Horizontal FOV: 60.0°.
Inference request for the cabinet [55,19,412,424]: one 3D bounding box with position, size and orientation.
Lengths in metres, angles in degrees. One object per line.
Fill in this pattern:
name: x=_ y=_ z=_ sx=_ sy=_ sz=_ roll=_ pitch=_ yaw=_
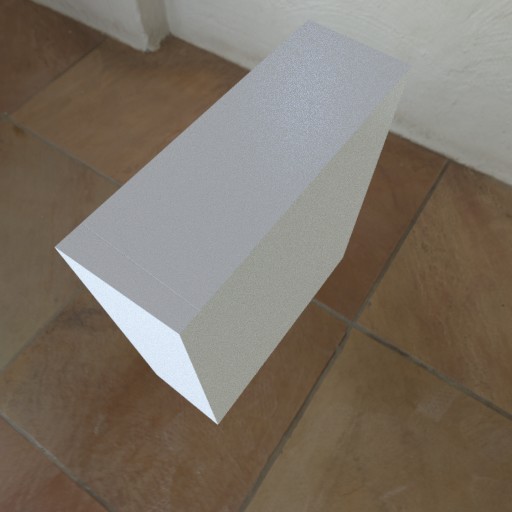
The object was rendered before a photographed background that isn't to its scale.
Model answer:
cabinet: x=0.000 y=0.000 z=1.603 sx=0.348 sy=1.150 sz=0.990 roll=33 pitch=66 yaw=17
